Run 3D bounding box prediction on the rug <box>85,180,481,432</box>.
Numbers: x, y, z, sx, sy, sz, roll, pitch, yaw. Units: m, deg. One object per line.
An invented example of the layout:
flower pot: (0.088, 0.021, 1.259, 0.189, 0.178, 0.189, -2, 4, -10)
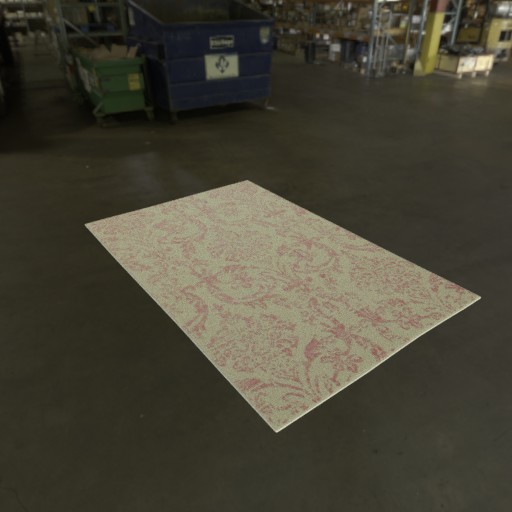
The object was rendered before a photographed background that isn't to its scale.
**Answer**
rug: (0.000, 0.000, 2.363, 1.219, 0.012, 1.839, -21, 37, -31)
